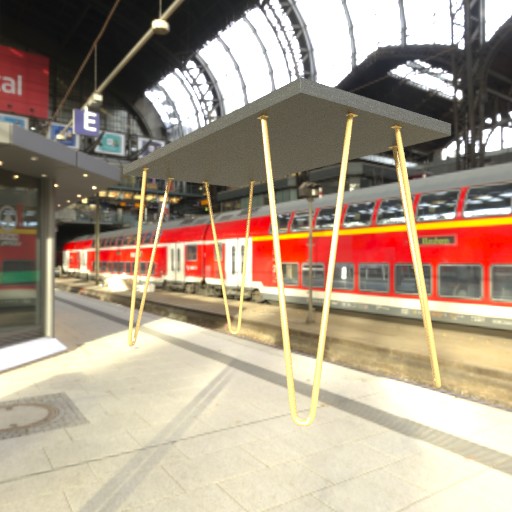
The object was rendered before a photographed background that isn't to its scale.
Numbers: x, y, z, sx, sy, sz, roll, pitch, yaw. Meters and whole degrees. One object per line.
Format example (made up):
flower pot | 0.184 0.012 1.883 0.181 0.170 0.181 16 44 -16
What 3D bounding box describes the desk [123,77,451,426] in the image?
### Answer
desk | 0.000 0.000 1.371 0.499 0.660 0.991 0 0 -35
